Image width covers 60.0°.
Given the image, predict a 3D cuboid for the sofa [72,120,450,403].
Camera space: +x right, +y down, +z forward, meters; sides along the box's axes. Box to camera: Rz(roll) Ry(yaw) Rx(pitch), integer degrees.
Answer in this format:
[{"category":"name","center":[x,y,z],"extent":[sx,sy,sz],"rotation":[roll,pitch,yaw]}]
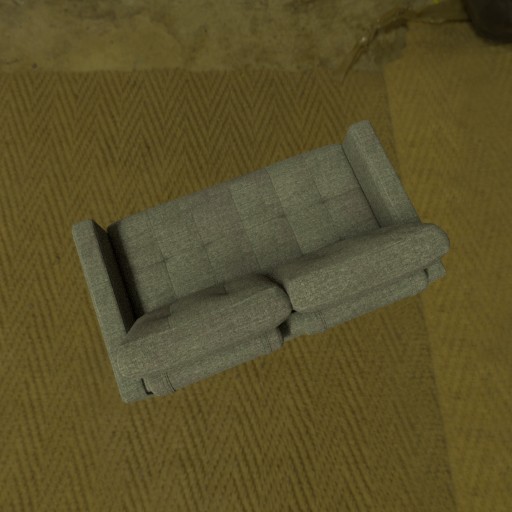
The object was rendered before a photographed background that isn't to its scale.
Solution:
[{"category":"sofa","center":[0.000,0.000,1.968],"extent":[1.407,0.907,0.842],"rotation":[-21,76,-5]}]
